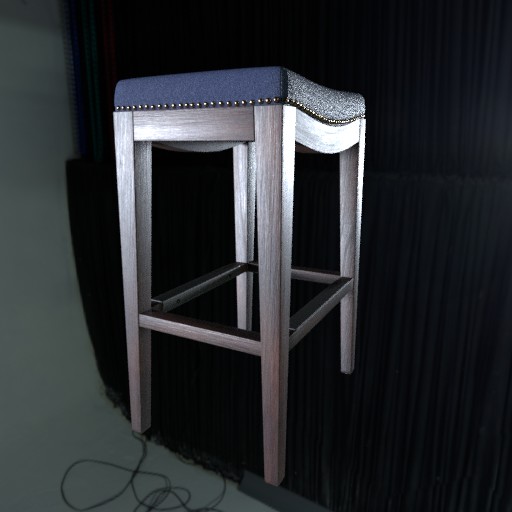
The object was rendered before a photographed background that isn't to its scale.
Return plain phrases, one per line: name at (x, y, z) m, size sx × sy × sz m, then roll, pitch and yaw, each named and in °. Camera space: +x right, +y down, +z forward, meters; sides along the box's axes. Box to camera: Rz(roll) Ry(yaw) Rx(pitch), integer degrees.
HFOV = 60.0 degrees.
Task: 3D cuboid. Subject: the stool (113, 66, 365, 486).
stool at (0.000, 0.000, 1.024) m, size 0.358 × 0.740 × 0.498 m, roll 7°, pitch 16°, yaw 27°
